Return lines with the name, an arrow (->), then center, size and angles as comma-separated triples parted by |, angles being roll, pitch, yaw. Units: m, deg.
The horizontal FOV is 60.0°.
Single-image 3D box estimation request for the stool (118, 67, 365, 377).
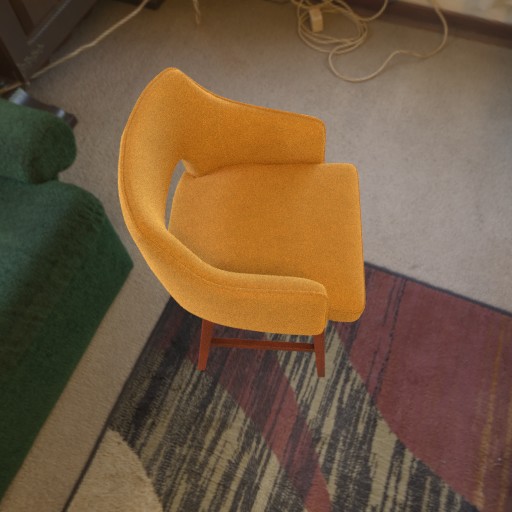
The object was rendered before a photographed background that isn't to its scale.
stool -> 0.000, 0.000, 1.324 | 0.558, 1.012, 0.548 | 3, 63, 2
